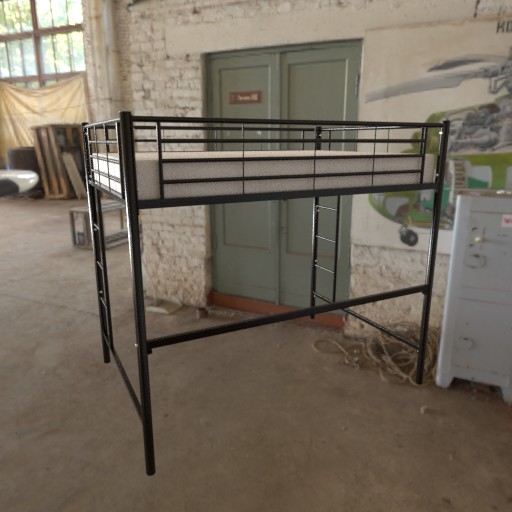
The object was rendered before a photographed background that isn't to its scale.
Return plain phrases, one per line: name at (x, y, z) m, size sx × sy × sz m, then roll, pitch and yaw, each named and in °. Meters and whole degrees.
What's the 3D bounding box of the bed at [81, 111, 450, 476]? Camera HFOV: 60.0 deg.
bed at (0.000, 0.000, 3.104) m, size 1.994 × 1.803 × 1.397 m, roll -7°, pitch 16°, yaw -26°
